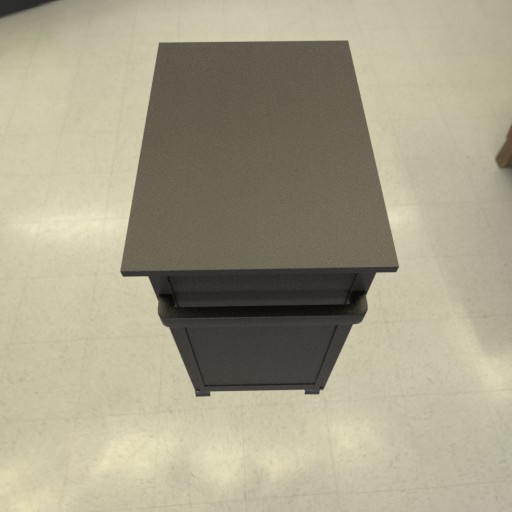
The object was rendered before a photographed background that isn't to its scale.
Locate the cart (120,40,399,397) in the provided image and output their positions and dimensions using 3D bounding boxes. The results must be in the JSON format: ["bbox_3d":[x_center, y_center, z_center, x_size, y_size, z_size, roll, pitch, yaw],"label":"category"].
[{"bbox_3d":[0.000,0.000,1.256,0.456,0.879,0.660,-1,57,-1],"label":"cart"}]
